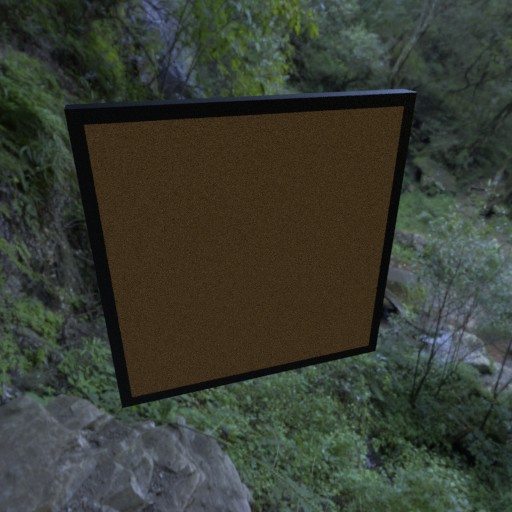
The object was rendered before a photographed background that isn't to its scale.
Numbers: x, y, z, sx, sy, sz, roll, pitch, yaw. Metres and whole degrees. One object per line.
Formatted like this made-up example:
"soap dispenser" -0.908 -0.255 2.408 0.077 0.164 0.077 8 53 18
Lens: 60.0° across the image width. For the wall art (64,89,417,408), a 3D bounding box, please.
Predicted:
"wall art" 0.000 0.000 0.748 0.508 0.508 0.038 -8 29 -16
